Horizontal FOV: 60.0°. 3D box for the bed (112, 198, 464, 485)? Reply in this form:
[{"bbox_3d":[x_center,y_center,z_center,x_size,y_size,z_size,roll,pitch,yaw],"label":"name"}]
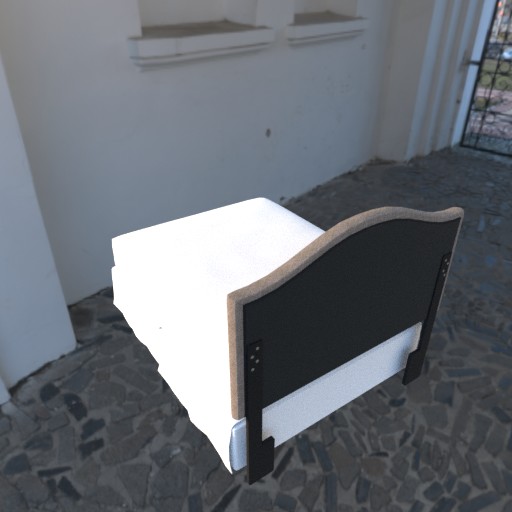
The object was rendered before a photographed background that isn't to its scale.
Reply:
[{"bbox_3d":[0.000,0.000,3.309,1.713,1.518,2.153,-19,36,-29],"label":"bed"}]
